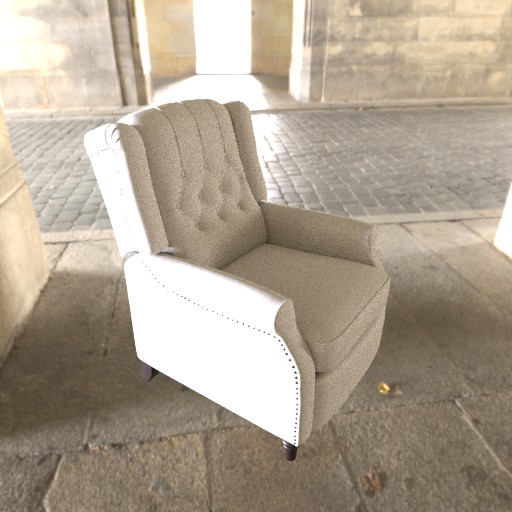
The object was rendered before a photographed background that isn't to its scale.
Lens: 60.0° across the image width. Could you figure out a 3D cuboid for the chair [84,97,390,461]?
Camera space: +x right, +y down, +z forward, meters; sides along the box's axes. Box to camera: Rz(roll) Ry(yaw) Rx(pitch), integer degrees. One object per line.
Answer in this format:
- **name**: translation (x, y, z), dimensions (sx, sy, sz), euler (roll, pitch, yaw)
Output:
- **chair**: translation (0.000, 0.000, 1.632), dimensions (0.902, 1.035, 0.742), euler (18, 32, 31)
